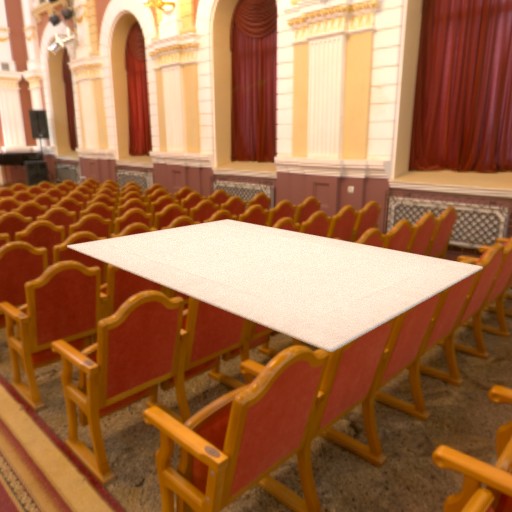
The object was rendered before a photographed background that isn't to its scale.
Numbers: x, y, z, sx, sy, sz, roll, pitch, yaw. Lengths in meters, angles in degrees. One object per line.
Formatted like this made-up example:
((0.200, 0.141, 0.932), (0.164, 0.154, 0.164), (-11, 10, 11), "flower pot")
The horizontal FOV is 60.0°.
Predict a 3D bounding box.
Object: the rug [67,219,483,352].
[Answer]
((0.000, 0.000, 2.308), (1.219, 0.013, 1.829), (-14, 20, -43), "rug")
